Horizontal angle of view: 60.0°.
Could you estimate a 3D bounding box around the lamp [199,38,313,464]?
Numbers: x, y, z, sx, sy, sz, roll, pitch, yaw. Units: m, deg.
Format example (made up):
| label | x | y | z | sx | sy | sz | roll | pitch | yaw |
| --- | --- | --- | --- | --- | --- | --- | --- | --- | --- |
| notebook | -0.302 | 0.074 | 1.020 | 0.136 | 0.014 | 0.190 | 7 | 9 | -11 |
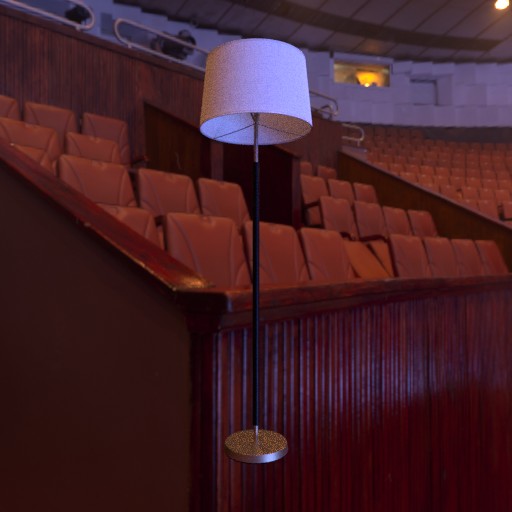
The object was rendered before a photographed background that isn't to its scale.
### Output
| label | x | y | z | sx | sy | sz | roll | pitch | yaw |
| --- | --- | --- | --- | --- | --- | --- | --- | --- | --- |
| lamp | 0.000 | 0.000 | 1.658 | 0.420 | 1.447 | 0.420 | 0 | 0 | 0 |
